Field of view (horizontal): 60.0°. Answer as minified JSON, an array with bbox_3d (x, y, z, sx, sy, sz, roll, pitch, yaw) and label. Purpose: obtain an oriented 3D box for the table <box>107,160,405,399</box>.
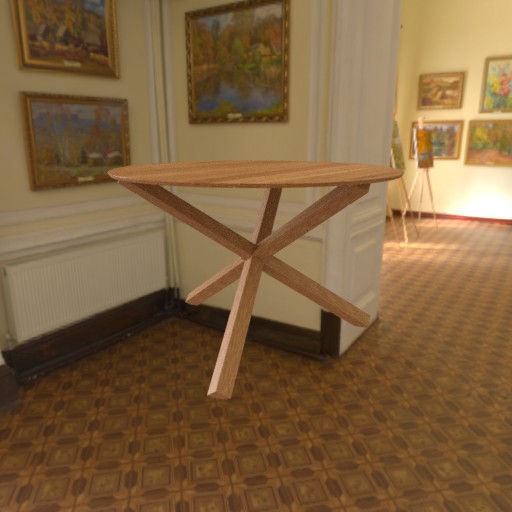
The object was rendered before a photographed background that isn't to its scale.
[{"bbox_3d":[0.000,0.000,1.714,1.038,0.666,1.038,0,15,0],"label":"table"}]
